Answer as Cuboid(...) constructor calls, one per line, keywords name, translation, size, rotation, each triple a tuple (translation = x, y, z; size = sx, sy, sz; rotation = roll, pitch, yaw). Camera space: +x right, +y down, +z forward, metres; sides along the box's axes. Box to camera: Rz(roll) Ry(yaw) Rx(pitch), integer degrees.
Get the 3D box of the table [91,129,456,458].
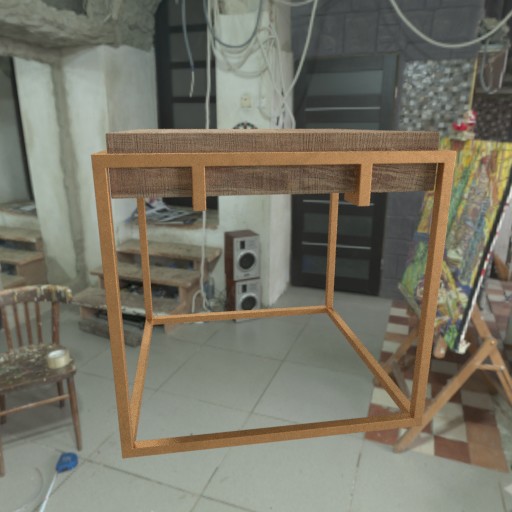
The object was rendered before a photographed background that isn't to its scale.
Cuboid(name="table", translation=(0.000, 0.000, 1.071), size=(0.599, 0.584, 0.599), rotation=(-3, 17, -9))
